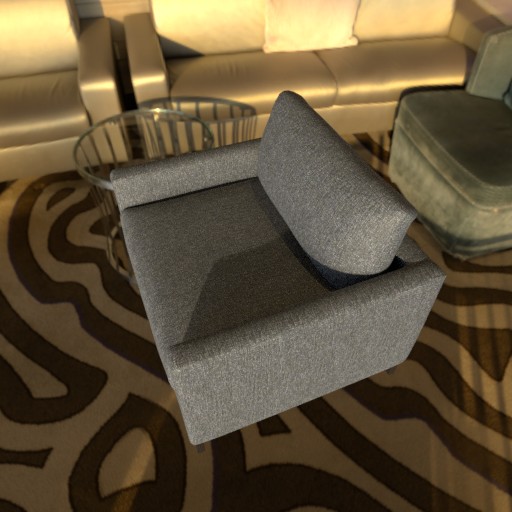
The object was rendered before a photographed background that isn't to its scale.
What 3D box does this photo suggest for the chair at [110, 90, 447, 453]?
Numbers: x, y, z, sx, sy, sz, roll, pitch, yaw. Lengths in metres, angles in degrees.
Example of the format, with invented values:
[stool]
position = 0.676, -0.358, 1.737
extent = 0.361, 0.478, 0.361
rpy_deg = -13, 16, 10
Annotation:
[chair]
position = 0.000, 0.000, 1.640
extent = 0.866, 0.861, 0.963
rpy_deg = -17, 48, -16
